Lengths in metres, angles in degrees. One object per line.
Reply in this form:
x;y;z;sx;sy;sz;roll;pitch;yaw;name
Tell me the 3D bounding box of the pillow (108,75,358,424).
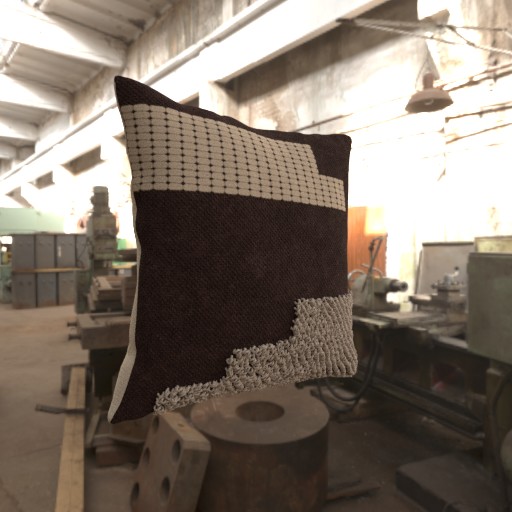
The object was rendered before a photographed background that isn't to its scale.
0.000;0.000;0.724;0.475;0.473;0.178;0;1;-37;pillow
